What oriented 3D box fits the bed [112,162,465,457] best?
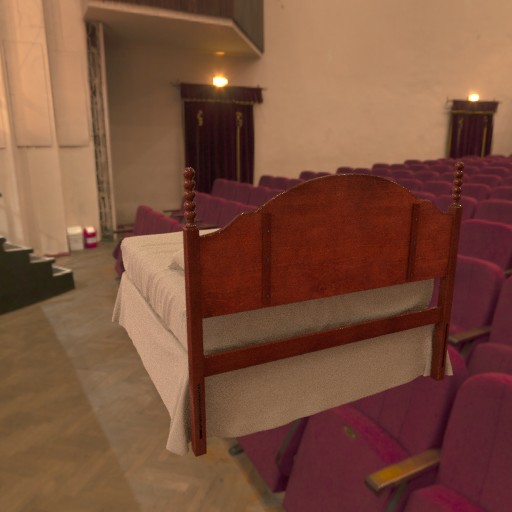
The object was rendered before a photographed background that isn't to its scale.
[{"bbox_3d":[0.000,0.000,3.183,1.873,1.356,2.040,-7,15,-25],"label":"bed"}]
